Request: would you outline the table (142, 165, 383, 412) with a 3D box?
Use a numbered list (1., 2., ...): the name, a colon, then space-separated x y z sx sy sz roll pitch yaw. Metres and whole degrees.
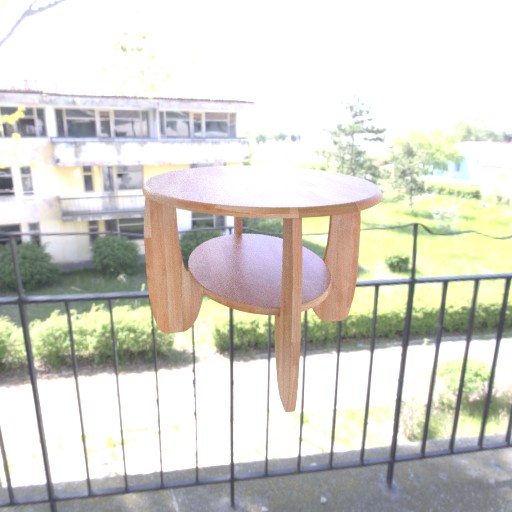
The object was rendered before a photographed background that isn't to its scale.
1. table: 0.000 0.000 1.425 0.690 0.490 1.040 -3 16 -9
